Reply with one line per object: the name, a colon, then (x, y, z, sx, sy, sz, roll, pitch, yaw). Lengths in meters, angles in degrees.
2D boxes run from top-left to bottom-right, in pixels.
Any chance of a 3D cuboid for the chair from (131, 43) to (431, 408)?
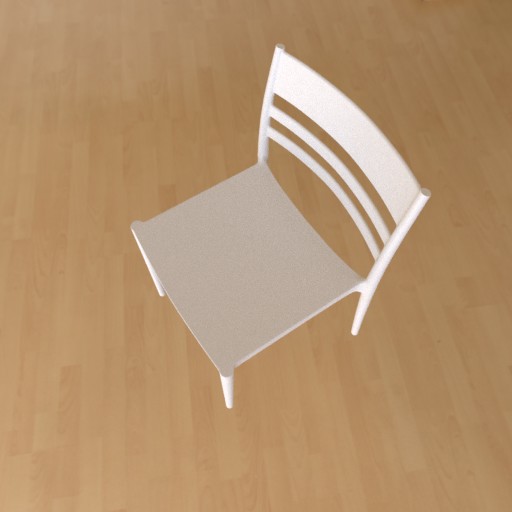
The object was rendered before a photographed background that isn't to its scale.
chair: (0.000, 0.000, 1.169, 0.511, 0.800, 0.531, -30, 67, -14)
